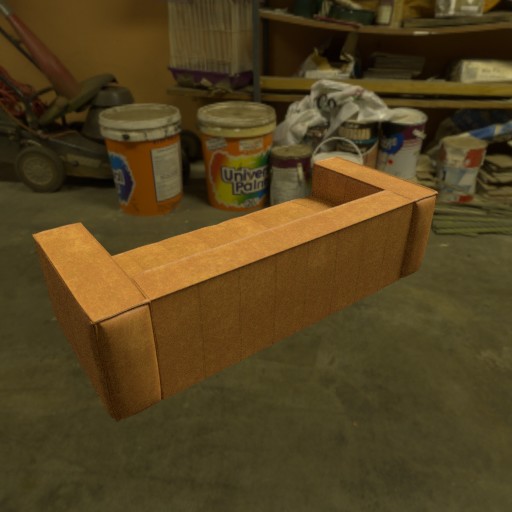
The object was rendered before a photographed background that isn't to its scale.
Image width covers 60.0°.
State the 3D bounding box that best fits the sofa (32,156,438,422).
[{"bbox_3d":[0.000,0.000,3.083,2.581,0.701,1.102,-20,36,-31],"label":"sofa"}]
